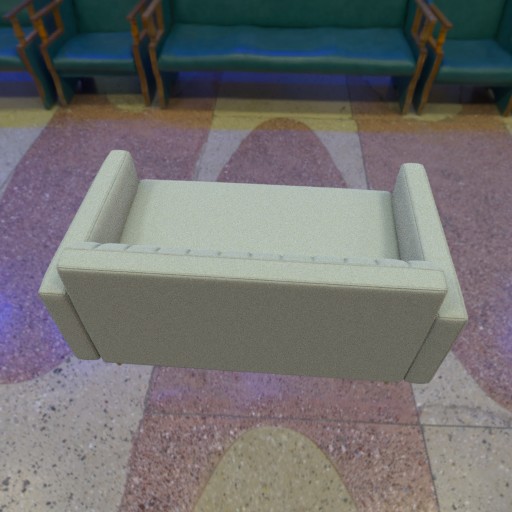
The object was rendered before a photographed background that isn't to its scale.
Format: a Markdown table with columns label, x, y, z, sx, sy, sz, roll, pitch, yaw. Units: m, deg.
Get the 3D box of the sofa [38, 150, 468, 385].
| label | x | y | z | sx | sy | sz | roll | pitch | yaw |
| --- | --- | --- | --- | --- | --- | --- | --- | --- | --- |
| sofa | 0.000 | 0.000 | 2.089 | 1.585 | 0.801 | 0.950 | 3 | 48 | 3 |
